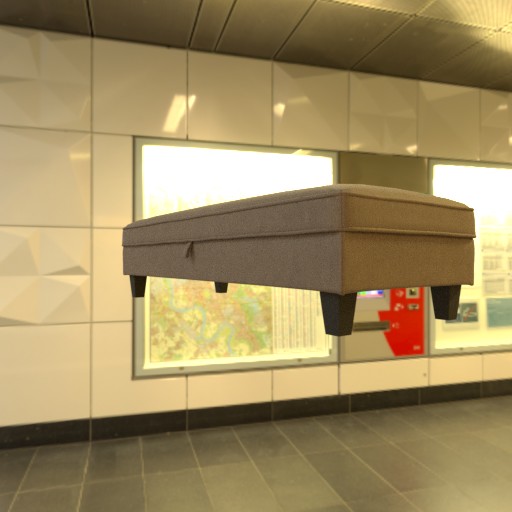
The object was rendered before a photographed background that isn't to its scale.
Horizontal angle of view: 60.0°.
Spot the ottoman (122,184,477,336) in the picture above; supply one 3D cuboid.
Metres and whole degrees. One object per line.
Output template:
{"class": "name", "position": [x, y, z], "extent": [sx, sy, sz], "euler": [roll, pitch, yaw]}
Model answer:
{"class": "ottoman", "position": [0.000, 0.000, 2.089], "extent": [0.751, 0.470, 1.764], "euler": [0, 0, -36]}
